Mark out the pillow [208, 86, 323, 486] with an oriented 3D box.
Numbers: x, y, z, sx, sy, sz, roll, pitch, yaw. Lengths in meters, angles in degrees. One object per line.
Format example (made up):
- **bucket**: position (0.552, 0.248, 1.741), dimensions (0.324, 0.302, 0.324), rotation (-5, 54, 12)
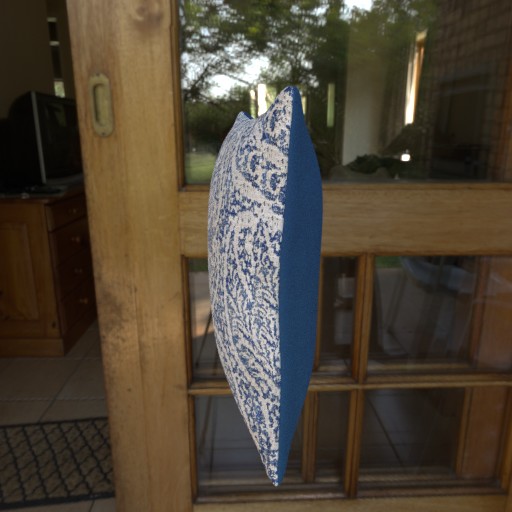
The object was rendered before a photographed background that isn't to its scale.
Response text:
- **pillow**: position (0.000, 0.000, 0.780), dimensions (0.166, 0.510, 0.523), rotation (-2, 15, -7)
